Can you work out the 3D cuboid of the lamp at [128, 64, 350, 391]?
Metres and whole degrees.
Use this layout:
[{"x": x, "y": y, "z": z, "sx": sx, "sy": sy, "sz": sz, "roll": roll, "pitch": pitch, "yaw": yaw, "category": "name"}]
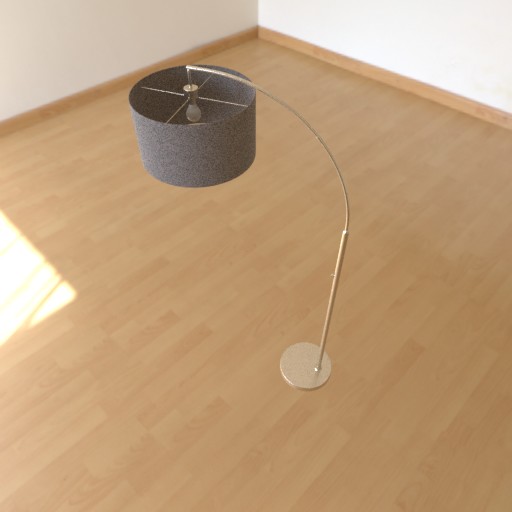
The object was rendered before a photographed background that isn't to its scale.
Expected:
[{"x": 0.000, "y": 0.000, "z": 2.097, "sx": 0.934, "sy": 1.735, "sz": 0.452, "roll": 15, "pitch": 49, "yaw": 13, "category": "lamp"}]
